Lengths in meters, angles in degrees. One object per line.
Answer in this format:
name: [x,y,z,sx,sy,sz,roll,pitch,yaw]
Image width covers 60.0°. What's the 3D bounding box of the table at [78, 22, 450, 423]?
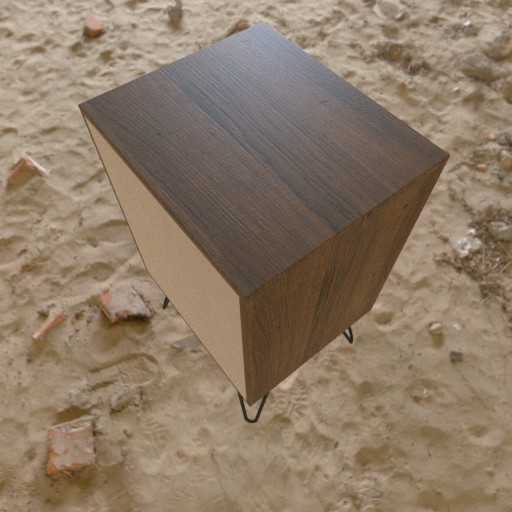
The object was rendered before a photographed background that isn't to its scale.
table: [0.000,0.000,1.169,0.457,0.866,0.526,-34,64,-19]
